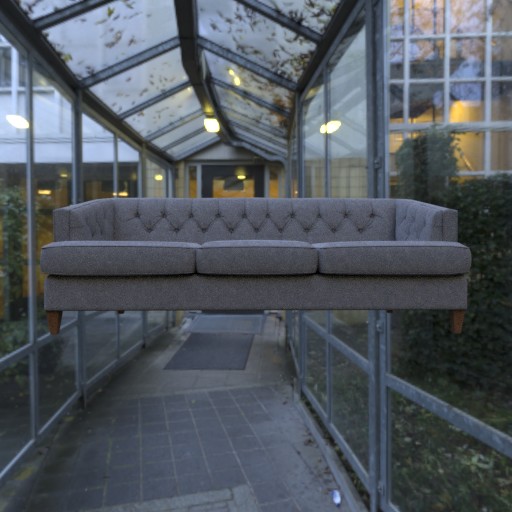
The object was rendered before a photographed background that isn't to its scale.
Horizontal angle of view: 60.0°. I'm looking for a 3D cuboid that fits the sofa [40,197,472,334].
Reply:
[{"bbox_3d":[0.000,0.000,2.716,2.247,0.806,0.917,0,1,-1],"label":"sofa"}]
